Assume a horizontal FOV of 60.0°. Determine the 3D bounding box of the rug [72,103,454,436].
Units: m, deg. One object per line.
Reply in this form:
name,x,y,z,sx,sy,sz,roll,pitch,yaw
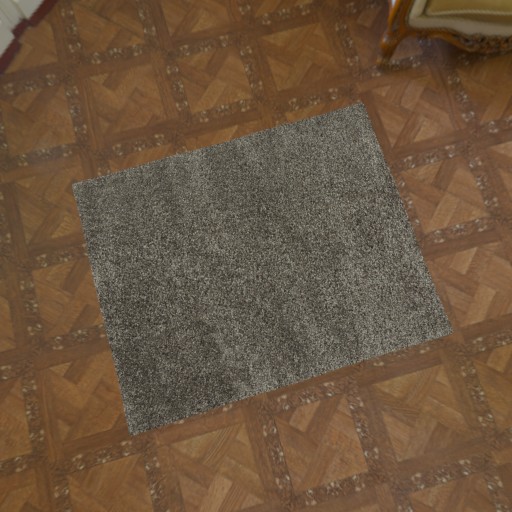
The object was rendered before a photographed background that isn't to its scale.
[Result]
rug,0.000,0.000,4.149,3.000,0.025,2.401,-17,78,-4
